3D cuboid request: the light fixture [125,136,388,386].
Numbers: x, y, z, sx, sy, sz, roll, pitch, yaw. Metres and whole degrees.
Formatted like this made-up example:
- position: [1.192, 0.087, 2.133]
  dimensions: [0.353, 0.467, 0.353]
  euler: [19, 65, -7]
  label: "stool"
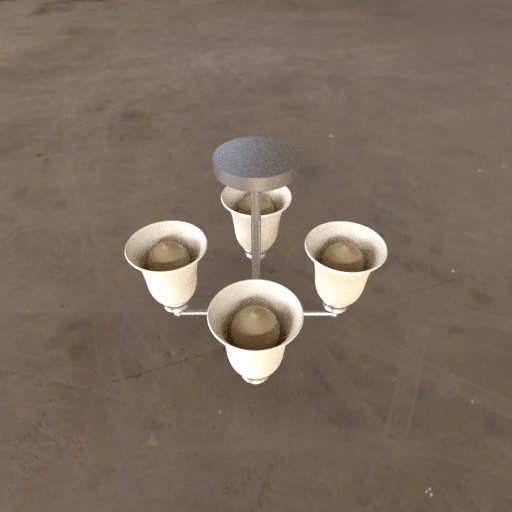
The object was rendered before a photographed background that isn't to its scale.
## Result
- position: [0.000, 0.000, 0.740]
  dimensions: [0.427, 0.370, 0.427]
  euler: [0, 41, 0]
  label: "light fixture"
